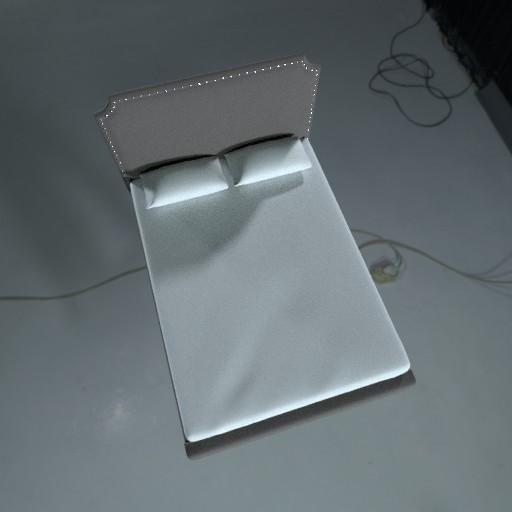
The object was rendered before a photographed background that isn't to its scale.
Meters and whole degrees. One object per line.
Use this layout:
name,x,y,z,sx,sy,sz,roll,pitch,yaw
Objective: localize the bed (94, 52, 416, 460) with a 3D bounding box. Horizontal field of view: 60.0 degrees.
bed,0.000,0.000,3.305,1.713,1.443,2.372,-15,65,-7
